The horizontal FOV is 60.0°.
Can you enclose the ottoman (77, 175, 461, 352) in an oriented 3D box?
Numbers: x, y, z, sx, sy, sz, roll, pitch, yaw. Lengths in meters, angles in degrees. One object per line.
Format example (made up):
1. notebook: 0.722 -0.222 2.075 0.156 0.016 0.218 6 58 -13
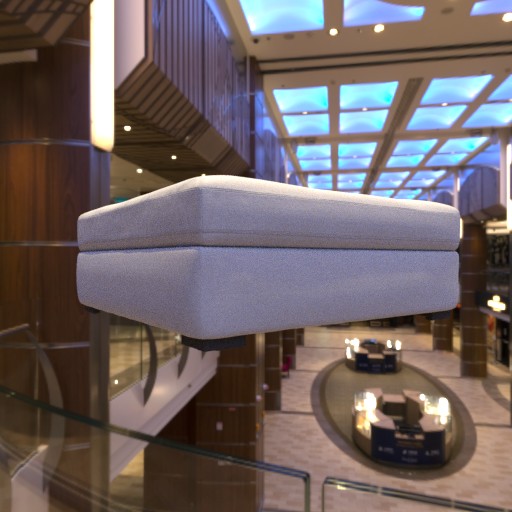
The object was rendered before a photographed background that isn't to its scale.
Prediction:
1. ottoman: 0.000 0.000 1.817 1.167 0.482 1.163 0 -1 -36
